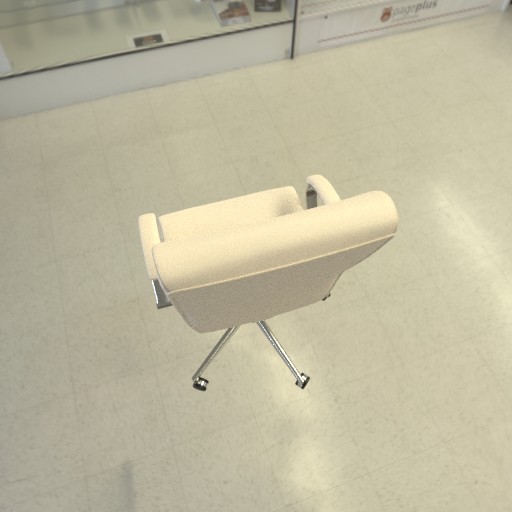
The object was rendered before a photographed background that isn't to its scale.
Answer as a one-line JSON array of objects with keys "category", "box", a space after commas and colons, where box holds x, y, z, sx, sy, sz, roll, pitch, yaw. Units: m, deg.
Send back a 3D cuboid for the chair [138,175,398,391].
[{"category": "chair", "box": [0.000, 0.000, 1.574, 0.727, 1.099, 0.745, -14, 59, -9]}]
